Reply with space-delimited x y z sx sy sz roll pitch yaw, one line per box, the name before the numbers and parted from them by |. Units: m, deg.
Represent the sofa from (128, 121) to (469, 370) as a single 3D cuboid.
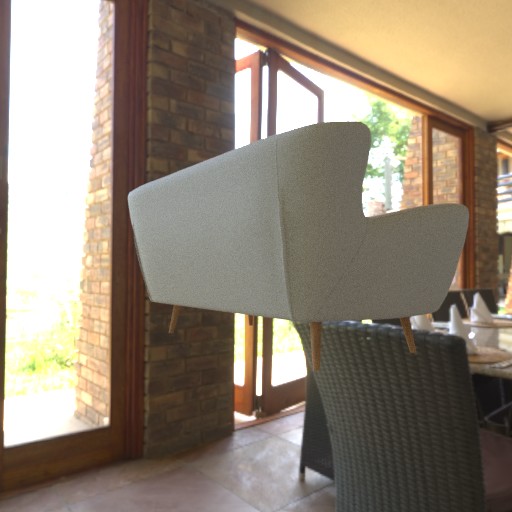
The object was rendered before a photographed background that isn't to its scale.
sofa | 0.000 0.000 2.376 0.899 0.890 1.930 1 -2 -37
